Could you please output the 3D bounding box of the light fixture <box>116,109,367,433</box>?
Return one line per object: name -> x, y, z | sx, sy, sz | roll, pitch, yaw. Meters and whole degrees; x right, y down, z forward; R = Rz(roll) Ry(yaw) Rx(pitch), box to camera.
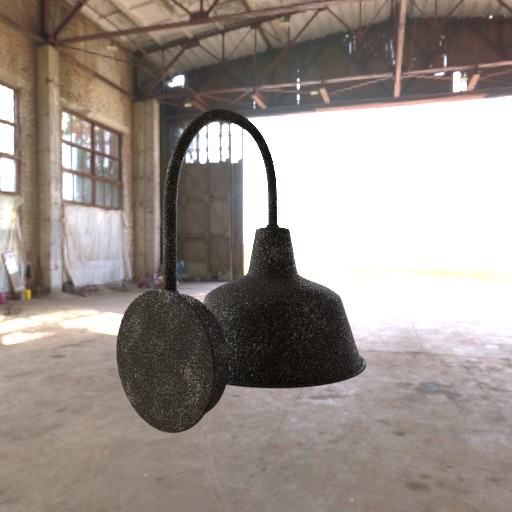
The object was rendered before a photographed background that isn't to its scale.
light fixture -> 0.000, 0.000, 0.496 | 0.216, 0.300, 0.283 | 1, 1, 36
